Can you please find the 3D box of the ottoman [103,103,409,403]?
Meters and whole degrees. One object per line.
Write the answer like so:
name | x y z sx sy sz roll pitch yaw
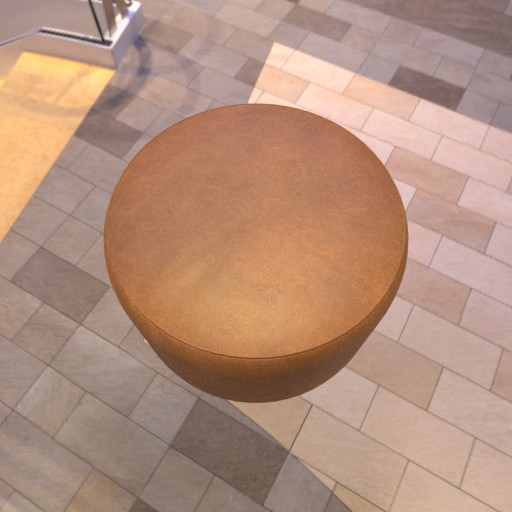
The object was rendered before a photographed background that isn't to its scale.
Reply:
ottoman | 0.000 0.000 1.018 0.607 0.438 0.607 0 63 0
